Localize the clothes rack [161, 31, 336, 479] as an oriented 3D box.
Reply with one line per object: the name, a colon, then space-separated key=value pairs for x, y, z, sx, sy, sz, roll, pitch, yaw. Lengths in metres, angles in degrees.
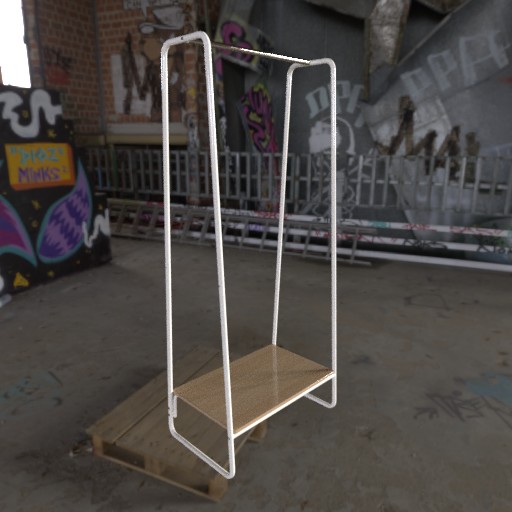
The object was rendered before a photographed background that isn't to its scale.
clothes rack: x=0.000 y=0.000 z=1.749 sx=0.640 sy=1.500 sz=0.400 roll=-14 pitch=20 yaw=-43
